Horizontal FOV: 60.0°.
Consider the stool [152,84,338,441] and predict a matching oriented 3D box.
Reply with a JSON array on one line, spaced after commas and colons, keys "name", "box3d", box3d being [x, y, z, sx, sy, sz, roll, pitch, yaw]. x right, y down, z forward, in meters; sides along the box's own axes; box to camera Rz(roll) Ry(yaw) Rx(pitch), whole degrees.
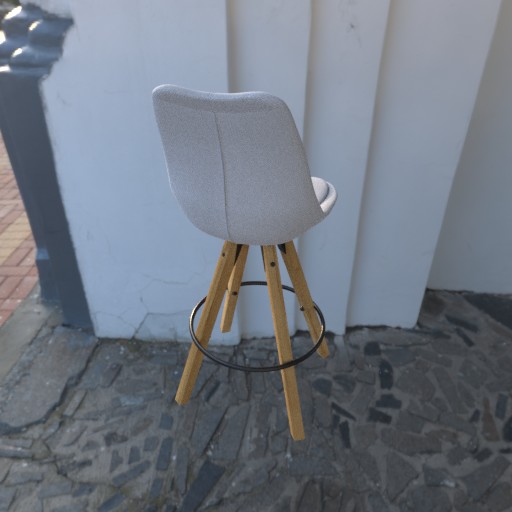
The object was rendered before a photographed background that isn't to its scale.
[{"name": "stool", "box3d": [0.000, 0.000, 1.398, 0.484, 1.115, 0.550, 11, 34, 16]}]
